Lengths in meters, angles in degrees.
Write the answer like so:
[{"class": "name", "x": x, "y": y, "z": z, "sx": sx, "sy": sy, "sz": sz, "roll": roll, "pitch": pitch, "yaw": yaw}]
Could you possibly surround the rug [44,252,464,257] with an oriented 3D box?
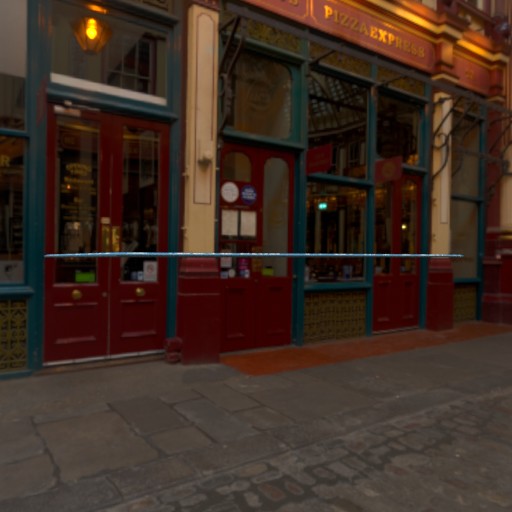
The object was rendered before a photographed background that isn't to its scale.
[{"class": "rug", "x": 0.000, "y": 0.000, "z": 2.319, "sx": 1.833, "sy": 0.012, "sz": 1.211, "roll": 0, "pitch": 0, "yaw": -35}]
